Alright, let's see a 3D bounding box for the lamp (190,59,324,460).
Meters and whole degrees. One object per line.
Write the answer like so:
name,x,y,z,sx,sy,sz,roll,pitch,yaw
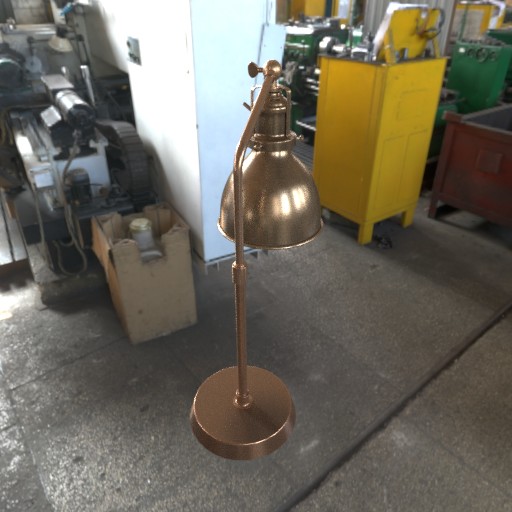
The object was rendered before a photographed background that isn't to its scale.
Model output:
lamp,0.000,0.000,0.579,0.153,0.456,0.286,9,33,14
